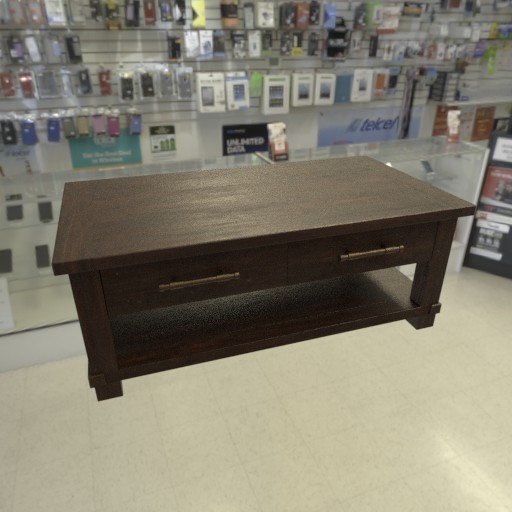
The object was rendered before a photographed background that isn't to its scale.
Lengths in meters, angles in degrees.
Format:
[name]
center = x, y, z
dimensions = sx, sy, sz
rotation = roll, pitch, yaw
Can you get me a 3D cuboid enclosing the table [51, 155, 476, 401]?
[table]
center = 0.000, 0.000, 1.648
dimensions = 1.270, 0.494, 0.700
rotation = -9, 28, -16
